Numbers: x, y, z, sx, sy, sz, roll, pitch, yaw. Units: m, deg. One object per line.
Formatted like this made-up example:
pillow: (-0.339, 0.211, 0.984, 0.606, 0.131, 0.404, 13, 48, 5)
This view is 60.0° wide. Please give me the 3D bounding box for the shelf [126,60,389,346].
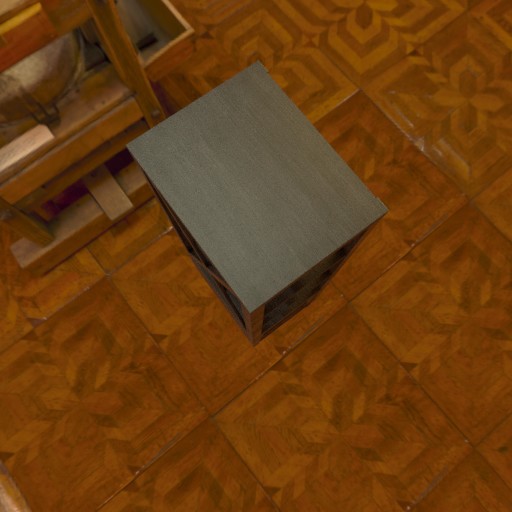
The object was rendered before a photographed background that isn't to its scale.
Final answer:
shelf: (0.000, 0.000, 2.045, 0.472, 1.727, 0.584, -36, 78, -9)
